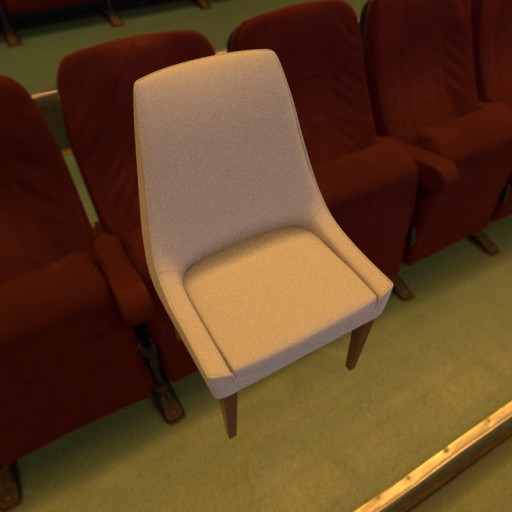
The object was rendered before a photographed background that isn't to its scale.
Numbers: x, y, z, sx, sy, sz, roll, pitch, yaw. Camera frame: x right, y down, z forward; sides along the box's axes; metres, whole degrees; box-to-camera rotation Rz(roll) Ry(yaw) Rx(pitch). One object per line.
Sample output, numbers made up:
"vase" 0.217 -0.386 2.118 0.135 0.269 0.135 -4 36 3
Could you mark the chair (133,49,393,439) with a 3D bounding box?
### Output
"chair" 0.000 0.000 1.181 0.529 0.861 0.544 -23 51 -20
